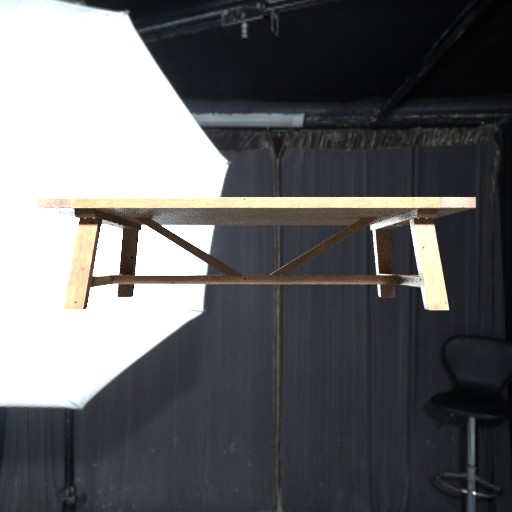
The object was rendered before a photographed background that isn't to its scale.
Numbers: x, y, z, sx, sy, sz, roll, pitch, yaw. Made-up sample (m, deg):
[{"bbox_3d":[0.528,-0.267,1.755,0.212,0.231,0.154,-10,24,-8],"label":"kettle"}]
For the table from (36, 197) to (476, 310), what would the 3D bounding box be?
[{"bbox_3d":[0.000,0.000,2.221,1.800,0.465,0.820,0,-1,0],"label":"table"}]
